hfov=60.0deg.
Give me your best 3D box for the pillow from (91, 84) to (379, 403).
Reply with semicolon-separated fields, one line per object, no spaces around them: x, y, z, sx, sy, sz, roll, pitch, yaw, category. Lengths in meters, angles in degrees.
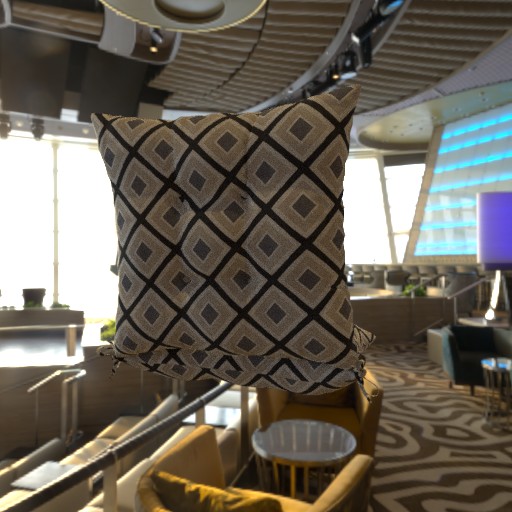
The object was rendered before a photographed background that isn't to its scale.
0.000;0.000;0.998;0.541;0.536;0.585;0;-1;17;pillow
